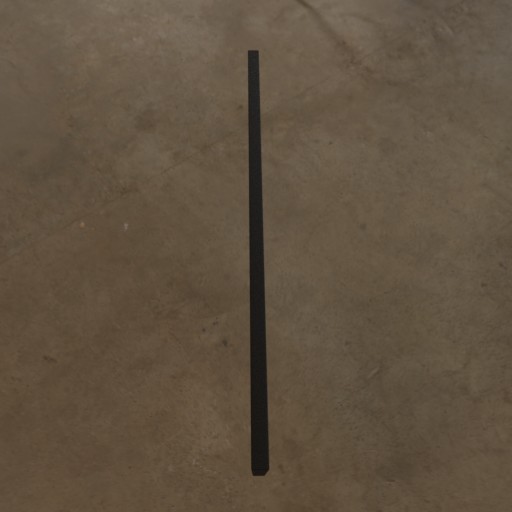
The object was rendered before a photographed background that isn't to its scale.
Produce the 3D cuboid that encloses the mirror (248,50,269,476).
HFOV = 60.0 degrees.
[{"bbox_3d":[0.000,0.000,1.796,0.047,0.692,1.584,-1,62,0],"label":"mirror"}]
